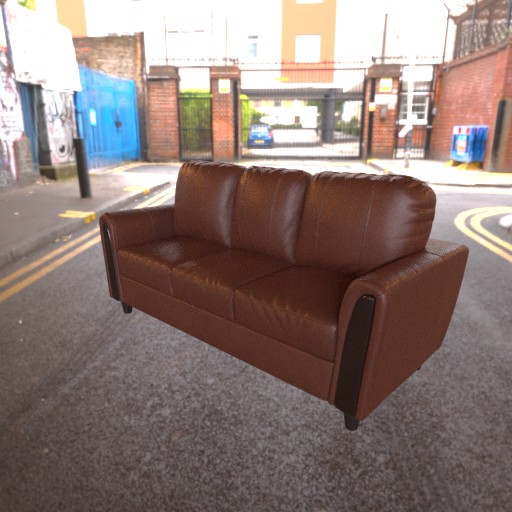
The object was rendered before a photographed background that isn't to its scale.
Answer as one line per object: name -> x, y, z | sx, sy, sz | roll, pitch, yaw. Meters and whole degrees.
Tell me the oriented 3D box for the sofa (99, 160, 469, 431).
sofa -> 0.000, 0.000, 2.319 | 1.862, 0.915, 0.802 | 15, 22, 41
